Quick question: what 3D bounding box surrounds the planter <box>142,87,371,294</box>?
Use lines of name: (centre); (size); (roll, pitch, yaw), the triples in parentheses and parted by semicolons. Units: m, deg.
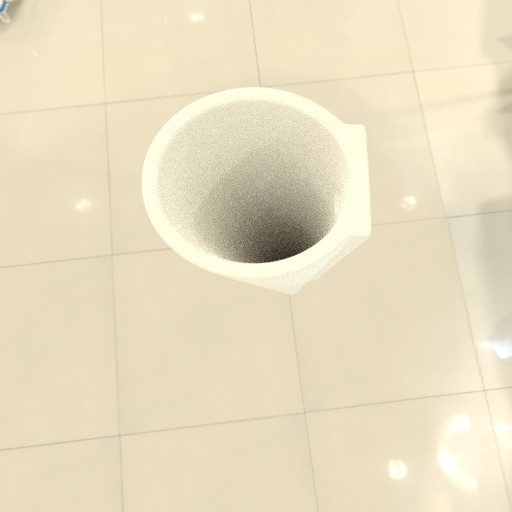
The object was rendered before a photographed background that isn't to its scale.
planter: (0.000, 0.000, 0.218); (0.064, 0.193, 0.057); (0, 77, 0)
